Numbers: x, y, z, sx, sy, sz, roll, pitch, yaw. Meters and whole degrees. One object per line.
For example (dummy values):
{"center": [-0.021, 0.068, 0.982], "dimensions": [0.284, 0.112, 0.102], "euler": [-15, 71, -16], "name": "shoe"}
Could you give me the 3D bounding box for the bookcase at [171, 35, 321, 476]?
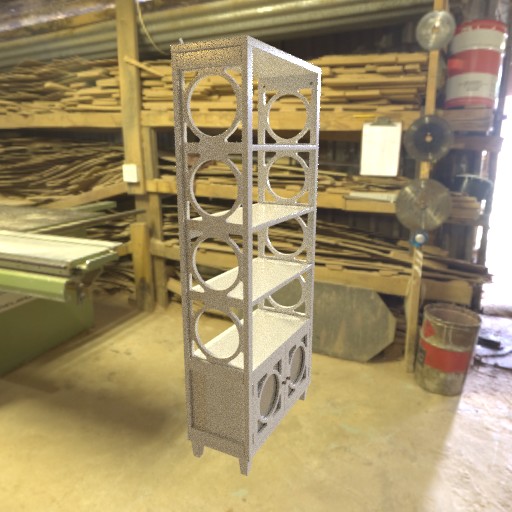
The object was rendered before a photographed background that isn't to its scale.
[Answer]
{"center": [0.000, 0.000, 2.157], "dimensions": [0.361, 1.869, 0.761], "euler": [7, 16, 27], "name": "bookcase"}
